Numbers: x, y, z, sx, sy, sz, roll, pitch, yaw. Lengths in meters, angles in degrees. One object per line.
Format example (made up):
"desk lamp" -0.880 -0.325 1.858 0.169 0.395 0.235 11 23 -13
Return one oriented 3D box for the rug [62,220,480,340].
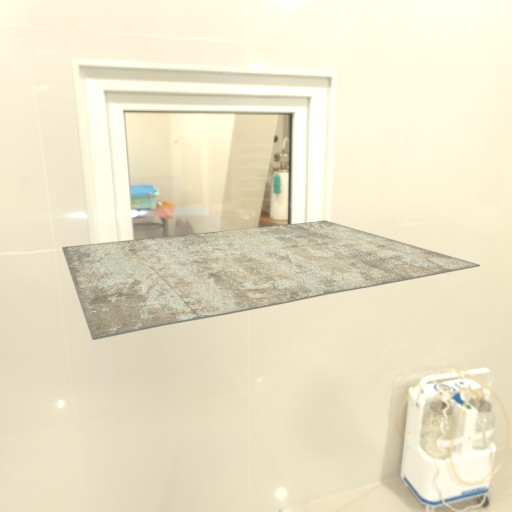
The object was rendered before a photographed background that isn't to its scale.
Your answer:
"rug" 0.000 0.000 4.288 3.307 0.013 2.393 -8 17 -26
